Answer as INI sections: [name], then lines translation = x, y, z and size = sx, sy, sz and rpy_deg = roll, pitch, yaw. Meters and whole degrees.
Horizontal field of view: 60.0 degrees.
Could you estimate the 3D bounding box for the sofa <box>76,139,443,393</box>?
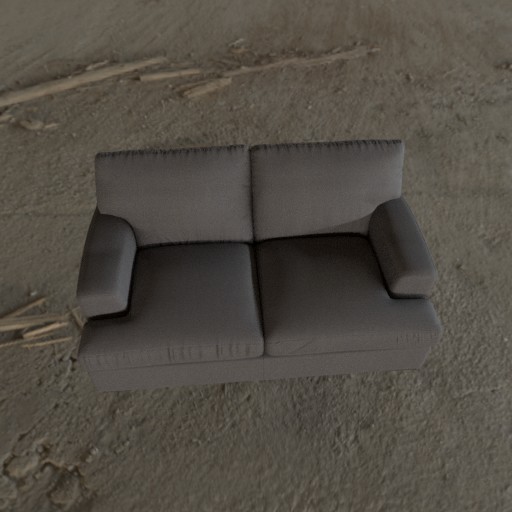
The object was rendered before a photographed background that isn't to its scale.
[sofa]
translation = 0.000, 0.000, 2.511
size = 1.880, 0.940, 1.143
rpy_deg = -3, 46, -3
